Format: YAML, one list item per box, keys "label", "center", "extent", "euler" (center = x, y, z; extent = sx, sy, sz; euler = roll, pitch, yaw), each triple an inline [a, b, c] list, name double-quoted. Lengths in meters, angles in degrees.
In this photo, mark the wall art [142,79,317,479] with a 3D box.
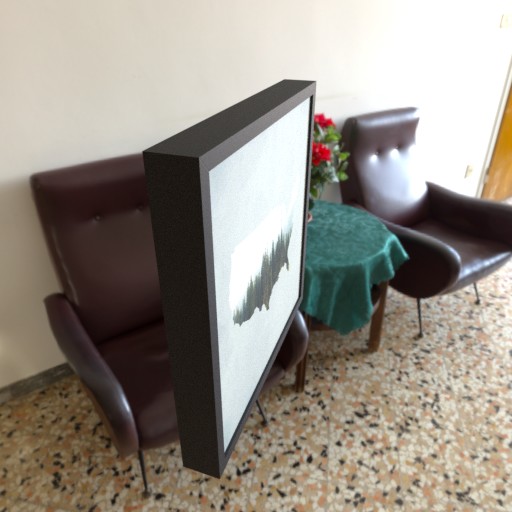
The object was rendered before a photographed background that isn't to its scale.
- label: "wall art"
  center: [0.000, 0.000, 0.463]
  extent: [0.038, 0.304, 0.304]
  euler: [10, 31, 17]
